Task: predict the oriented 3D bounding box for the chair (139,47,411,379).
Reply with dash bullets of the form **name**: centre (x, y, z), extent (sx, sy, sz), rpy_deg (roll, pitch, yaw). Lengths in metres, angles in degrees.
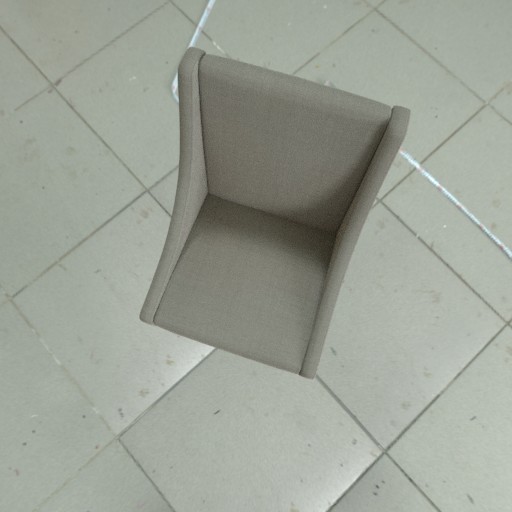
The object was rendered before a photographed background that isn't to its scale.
- **chair**: centre (0.000, 0.000, 1.399), extent (0.575, 1.021, 0.611), rpy_deg (18, 76, 5)
